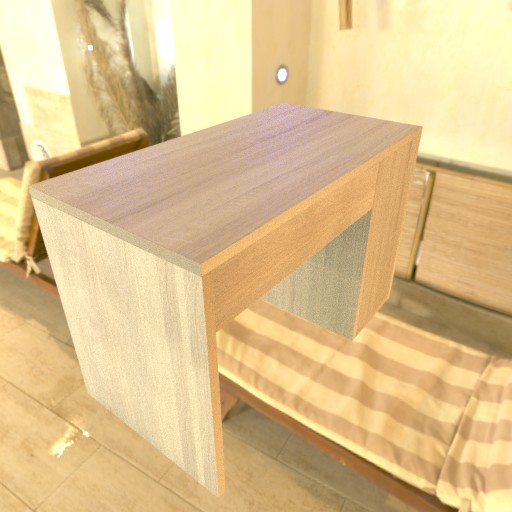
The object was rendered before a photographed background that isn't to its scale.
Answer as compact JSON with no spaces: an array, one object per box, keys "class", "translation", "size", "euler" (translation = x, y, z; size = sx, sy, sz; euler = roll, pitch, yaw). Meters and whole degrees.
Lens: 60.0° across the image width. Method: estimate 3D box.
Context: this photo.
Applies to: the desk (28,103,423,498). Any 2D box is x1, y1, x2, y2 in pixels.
[{"class":"desk","translation":[0.000,0.000,1.495],"size":[0.600,0.731,1.100],"euler":[22,38,31]}]
